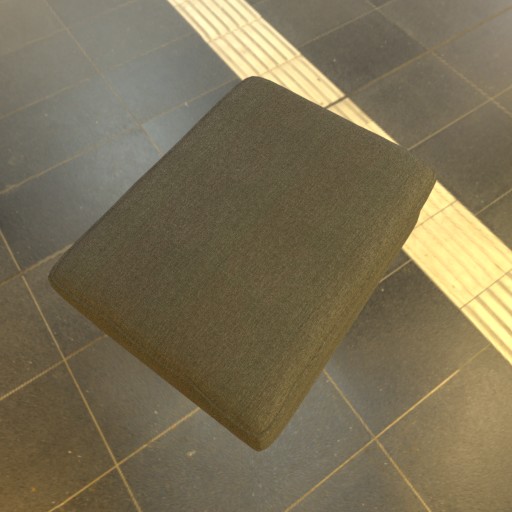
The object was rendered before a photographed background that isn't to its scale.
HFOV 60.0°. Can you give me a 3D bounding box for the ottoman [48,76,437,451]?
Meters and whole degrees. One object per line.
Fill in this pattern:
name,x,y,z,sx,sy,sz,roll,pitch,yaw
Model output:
ottoman,0.000,0.000,1.241,0.639,0.496,0.826,33,68,15
